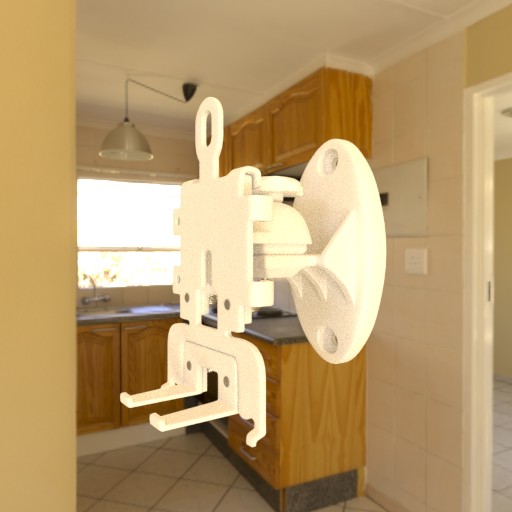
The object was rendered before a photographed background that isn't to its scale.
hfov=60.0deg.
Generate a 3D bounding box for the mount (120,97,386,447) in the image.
[{"bbox_3d":[0.000,0.000,0.179,0.100,0.118,0.066,-1,1,-37],"label":"mount"}]
